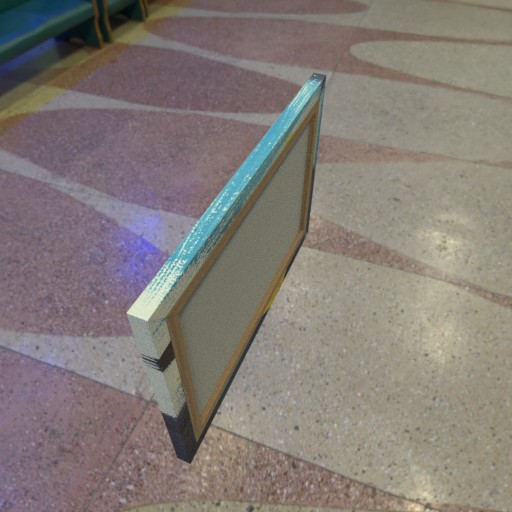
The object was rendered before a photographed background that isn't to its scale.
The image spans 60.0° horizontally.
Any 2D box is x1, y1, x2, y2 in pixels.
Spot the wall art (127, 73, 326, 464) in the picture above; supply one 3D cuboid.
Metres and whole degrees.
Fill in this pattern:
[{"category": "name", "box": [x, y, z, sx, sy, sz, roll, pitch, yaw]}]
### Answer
[{"category": "wall art", "box": [0.000, 0.000, 1.180, 0.039, 0.610, 0.914, 17, 49, 16]}]
